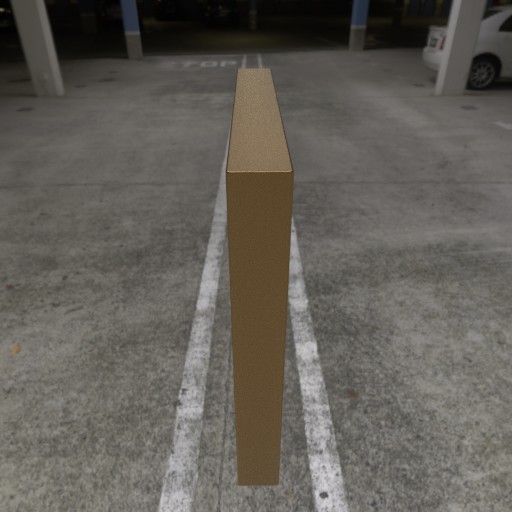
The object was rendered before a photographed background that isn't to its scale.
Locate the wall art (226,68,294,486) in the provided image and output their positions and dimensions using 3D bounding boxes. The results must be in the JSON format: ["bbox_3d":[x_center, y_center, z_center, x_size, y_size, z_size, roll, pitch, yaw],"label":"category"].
[{"bbox_3d":[0.000,0.000,0.452,0.037,0.305,0.305,0,33,-1],"label":"wall art"}]
